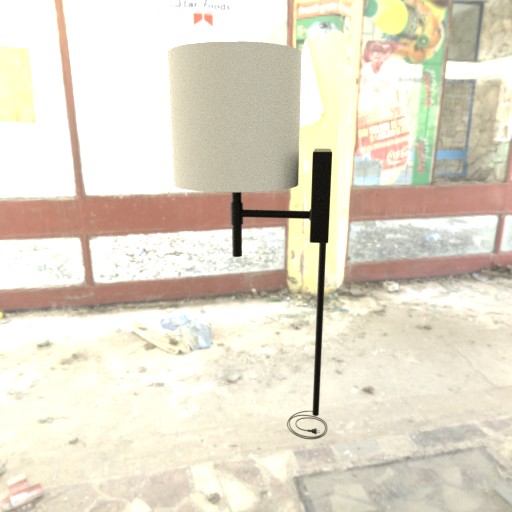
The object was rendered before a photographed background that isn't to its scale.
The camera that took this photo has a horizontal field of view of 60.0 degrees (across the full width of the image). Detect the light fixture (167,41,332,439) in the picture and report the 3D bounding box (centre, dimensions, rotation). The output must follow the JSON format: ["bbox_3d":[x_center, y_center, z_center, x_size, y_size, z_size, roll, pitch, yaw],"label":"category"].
[{"bbox_3d":[0.000,0.000,0.701,0.248,0.589,0.188,2,16,8],"label":"light fixture"}]
